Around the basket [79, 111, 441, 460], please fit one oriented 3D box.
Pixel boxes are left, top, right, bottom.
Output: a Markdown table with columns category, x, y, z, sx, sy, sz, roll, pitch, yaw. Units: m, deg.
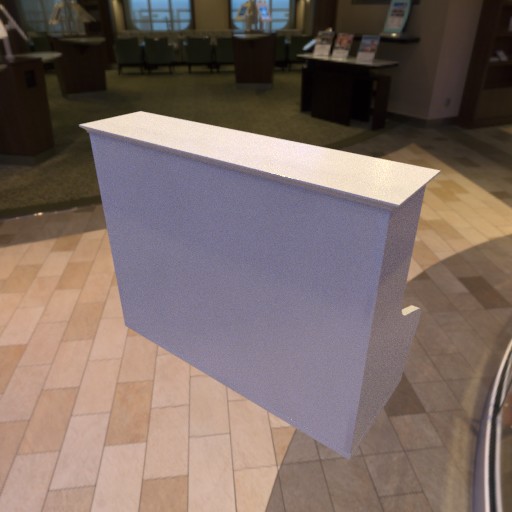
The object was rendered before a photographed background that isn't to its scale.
| category | x | y | z | sx | sy | sz | roll | pitch | yaw |
| --- | --- | --- | --- | --- | --- | --- | --- | --- | --- |
| basket | 0.000 | 0.000 | 1.107 | 0.780 | 0.600 | 0.350 | 21 | 36 | 32 |
